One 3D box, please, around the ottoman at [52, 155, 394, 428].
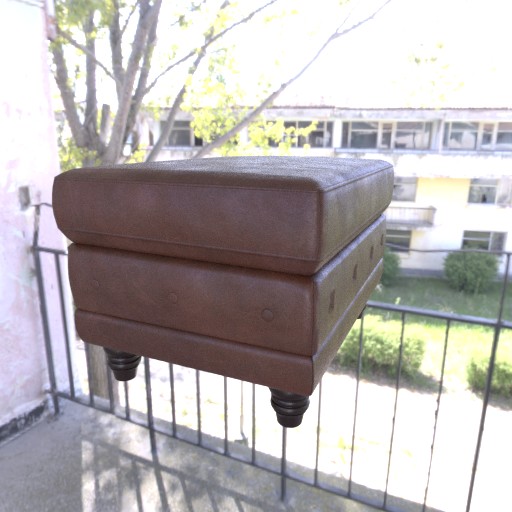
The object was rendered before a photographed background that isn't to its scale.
[{"bbox_3d":[0.000,0.000,1.189,0.588,0.509,0.795,7,16,24],"label":"ottoman"}]
